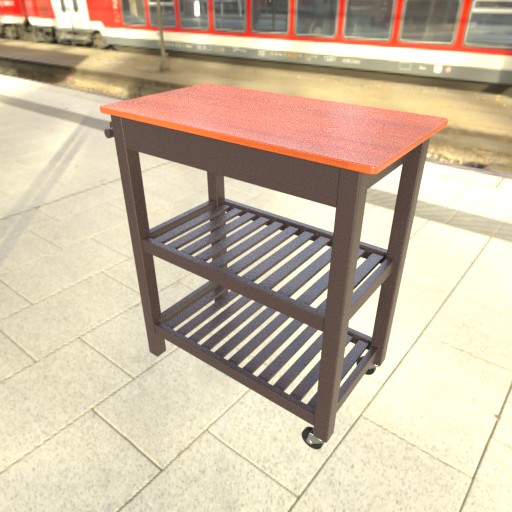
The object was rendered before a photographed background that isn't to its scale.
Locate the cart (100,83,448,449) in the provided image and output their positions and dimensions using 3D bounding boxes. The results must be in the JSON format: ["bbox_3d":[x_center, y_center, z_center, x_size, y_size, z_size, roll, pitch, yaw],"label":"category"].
[{"bbox_3d":[0.000,0.000,1.449,0.899,0.927,0.457,21,37,31],"label":"cart"}]
